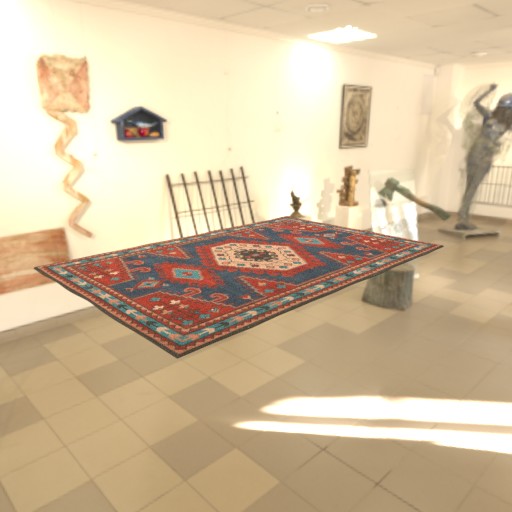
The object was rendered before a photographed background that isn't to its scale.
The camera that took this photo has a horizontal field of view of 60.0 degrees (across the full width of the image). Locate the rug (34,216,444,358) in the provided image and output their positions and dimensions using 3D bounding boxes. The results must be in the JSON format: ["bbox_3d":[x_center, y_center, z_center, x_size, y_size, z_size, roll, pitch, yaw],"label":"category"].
[{"bbox_3d":[0.000,0.000,2.324,1.820,0.012,1.207,-15,22,-42],"label":"rug"}]
